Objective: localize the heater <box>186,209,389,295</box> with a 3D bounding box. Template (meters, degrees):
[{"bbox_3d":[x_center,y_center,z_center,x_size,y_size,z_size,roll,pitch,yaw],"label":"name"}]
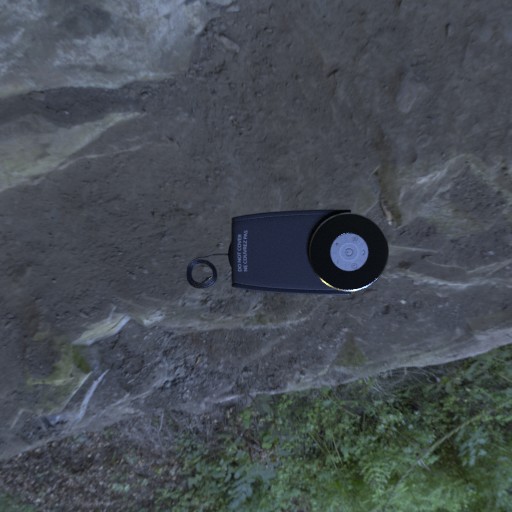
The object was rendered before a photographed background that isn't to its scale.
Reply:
[{"bbox_3d":[0.000,0.000,1.037,0.458,0.856,0.214,0,90,0],"label":"heater"}]
